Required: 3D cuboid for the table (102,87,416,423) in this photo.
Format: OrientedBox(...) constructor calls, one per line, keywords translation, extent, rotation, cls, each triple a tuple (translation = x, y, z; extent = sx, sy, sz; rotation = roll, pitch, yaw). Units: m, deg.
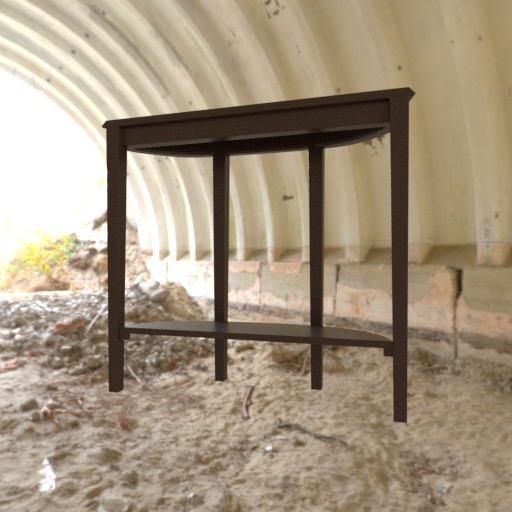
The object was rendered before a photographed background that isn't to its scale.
OrientedBox(translation=(0.000, 0.000, 1.353), extent=(0.909, 0.831, 0.274), rotation=(0, -1, 18), cls="table")
